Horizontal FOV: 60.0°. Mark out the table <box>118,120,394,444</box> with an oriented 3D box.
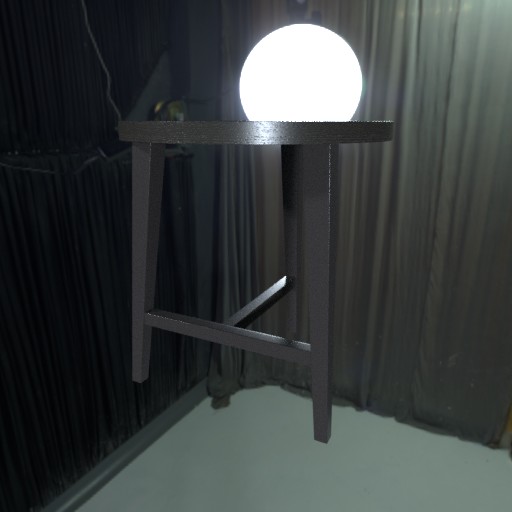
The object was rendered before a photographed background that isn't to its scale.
[{"bbox_3d":[0.000,0.000,0.913,0.500,0.531,0.500,0,17,0],"label":"table"}]
